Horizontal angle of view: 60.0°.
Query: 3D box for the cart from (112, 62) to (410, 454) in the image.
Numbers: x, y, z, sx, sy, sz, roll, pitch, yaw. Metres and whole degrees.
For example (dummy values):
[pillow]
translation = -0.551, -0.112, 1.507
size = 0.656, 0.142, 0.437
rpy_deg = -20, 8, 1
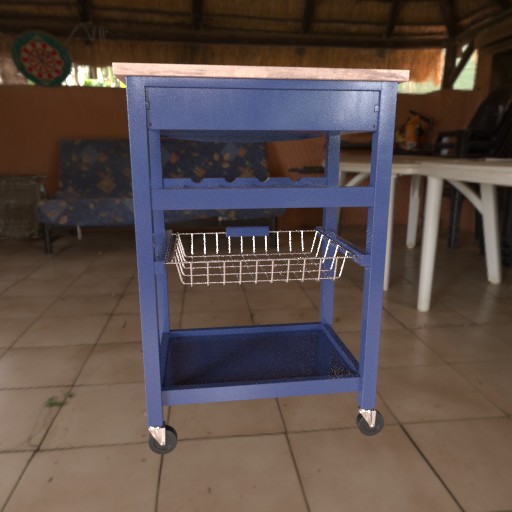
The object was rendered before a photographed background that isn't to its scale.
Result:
[cart]
translation = 0.000, 0.000, 1.137
size = 0.584, 0.839, 0.403
rpy_deg = -2, 13, -8
